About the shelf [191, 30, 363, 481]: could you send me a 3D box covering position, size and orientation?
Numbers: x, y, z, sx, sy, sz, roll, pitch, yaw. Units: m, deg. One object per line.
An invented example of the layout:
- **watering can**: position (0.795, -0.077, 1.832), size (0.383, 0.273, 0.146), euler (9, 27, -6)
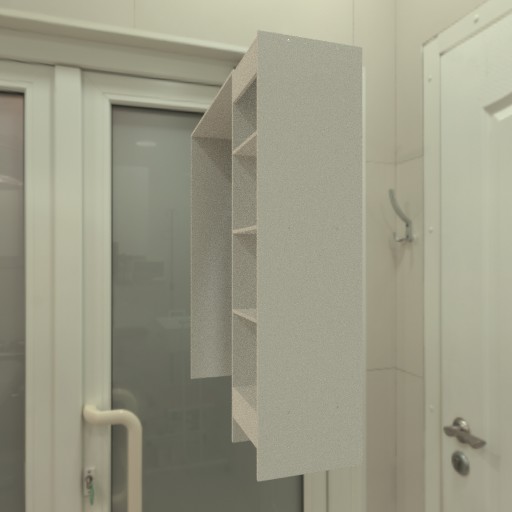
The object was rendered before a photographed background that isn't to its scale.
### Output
- **shelf**: position (0.000, 0.000, 2.611), size (0.500, 1.810, 1.600), euler (0, 0, -18)
